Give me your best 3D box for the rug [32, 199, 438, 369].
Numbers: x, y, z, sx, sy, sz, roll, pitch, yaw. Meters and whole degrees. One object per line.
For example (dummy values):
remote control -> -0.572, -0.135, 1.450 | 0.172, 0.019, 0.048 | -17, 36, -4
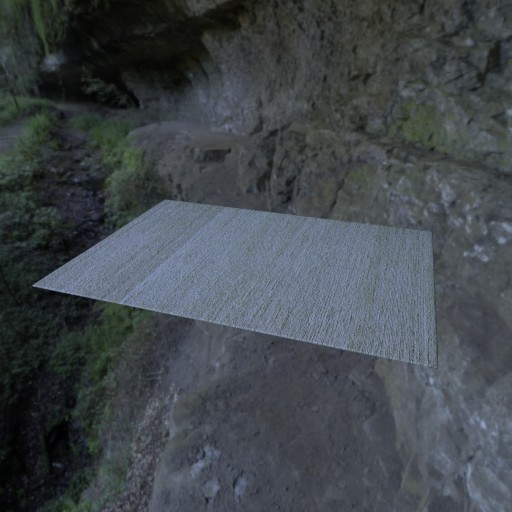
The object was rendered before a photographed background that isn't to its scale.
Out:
rug -> 0.000, 0.000, 5.181 | 3.935, 0.025, 2.782 | 9, 28, 17
